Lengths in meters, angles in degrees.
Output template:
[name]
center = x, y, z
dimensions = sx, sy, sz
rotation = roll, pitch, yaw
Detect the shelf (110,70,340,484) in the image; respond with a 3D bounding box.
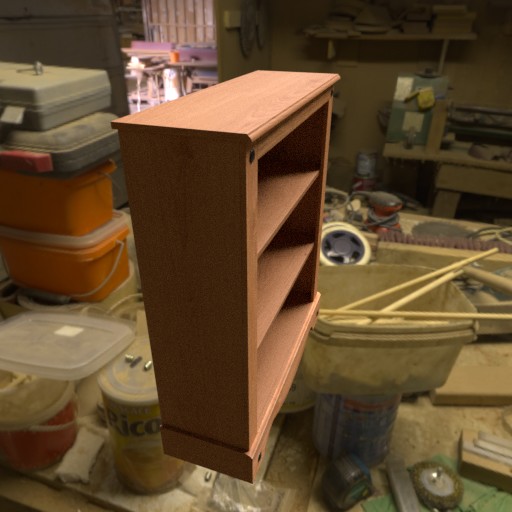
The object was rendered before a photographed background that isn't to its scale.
[shelf]
center = 0.000, 0.000, 1.392
dimensions = 0.291, 0.980, 0.840
rotation = 10, 31, 17
